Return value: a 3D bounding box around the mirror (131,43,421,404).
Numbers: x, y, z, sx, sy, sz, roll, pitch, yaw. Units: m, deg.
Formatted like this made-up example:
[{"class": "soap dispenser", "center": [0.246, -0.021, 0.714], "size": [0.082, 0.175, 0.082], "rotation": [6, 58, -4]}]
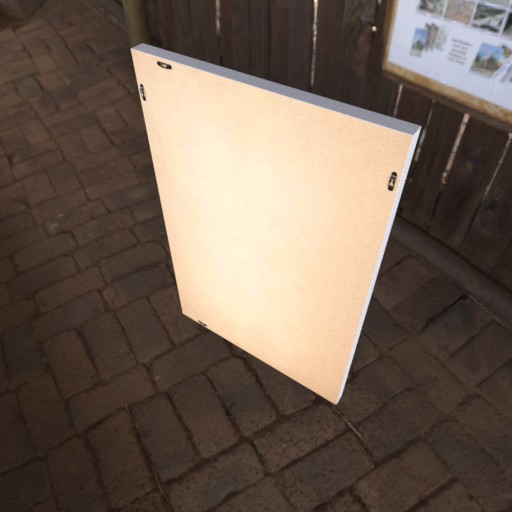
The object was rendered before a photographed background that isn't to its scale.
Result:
[{"class": "mirror", "center": [0.000, 0.000, 1.141], "size": [0.609, 0.914, 0.041], "rotation": [26, 51, 23]}]
